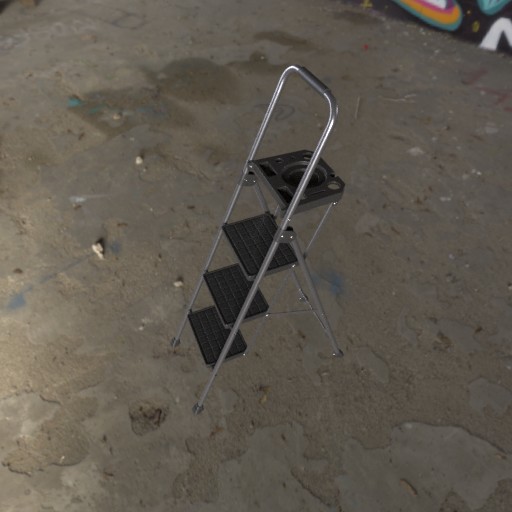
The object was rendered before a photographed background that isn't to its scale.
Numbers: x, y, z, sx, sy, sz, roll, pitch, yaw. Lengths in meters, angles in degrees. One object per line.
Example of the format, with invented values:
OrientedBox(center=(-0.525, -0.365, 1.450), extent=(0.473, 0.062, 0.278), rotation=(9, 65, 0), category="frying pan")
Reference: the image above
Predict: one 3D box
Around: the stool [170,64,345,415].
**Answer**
OrientedBox(center=(0.000, 0.000, 1.625), extent=(0.733, 1.277, 0.396), rotation=(-17, 49, -15), category="stool")
